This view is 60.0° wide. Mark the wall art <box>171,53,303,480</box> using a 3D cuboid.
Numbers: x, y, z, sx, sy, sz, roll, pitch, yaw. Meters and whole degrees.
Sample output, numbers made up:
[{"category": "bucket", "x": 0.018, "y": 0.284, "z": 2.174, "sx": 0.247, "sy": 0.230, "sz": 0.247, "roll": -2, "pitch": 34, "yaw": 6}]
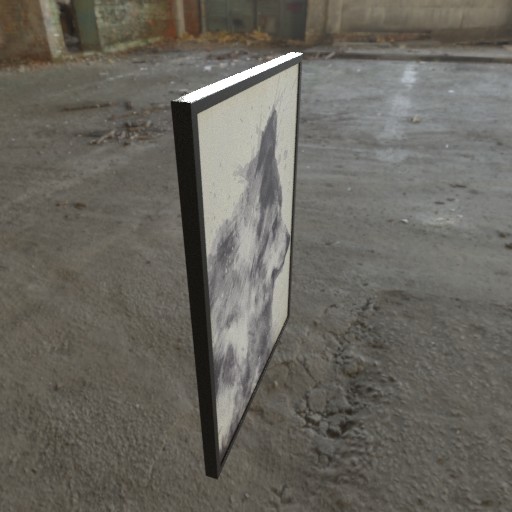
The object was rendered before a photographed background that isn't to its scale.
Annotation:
[{"category": "wall art", "x": 0.000, "y": 0.000, "z": 1.359, "sx": 0.039, "sy": 1.061, "sz": 0.804, "roll": 10, "pitch": 32, "yaw": 16}]
